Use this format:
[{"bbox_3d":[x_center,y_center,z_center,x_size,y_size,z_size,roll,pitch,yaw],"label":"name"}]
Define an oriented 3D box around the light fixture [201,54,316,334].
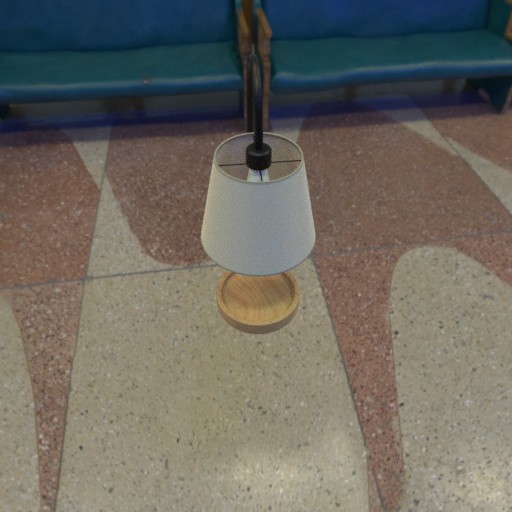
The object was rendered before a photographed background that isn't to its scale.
[{"bbox_3d":[0.000,0.000,0.956,0.220,0.821,0.299,-4,46,-4],"label":"light fixture"}]
